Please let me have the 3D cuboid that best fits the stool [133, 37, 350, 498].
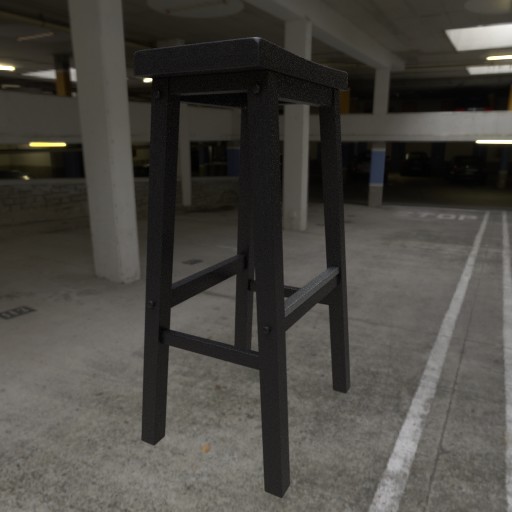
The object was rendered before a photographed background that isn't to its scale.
[{"bbox_3d":[0.000,0.000,0.921,0.322,0.742,0.406,8,17,27],"label":"stool"}]
